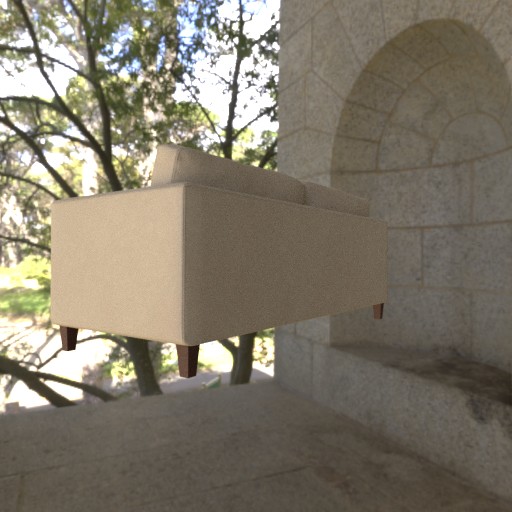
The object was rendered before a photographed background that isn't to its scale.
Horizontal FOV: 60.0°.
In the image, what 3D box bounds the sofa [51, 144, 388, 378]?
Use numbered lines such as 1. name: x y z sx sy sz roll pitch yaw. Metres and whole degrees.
1. sofa: 0.000 0.000 2.752 0.948 0.932 2.181 0 0 36
